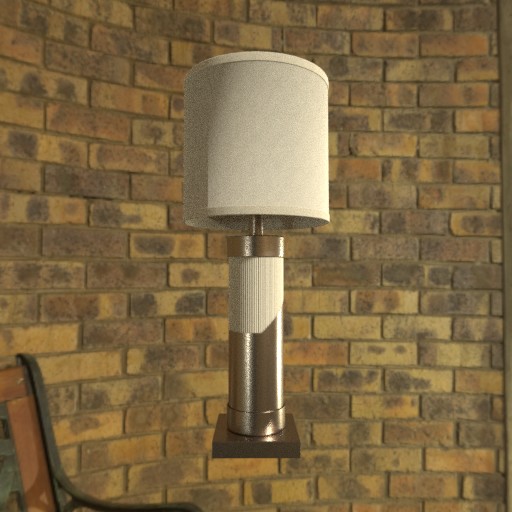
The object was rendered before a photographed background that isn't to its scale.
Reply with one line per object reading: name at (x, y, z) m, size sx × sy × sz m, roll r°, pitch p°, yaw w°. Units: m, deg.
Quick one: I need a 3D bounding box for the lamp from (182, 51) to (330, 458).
lamp at (0.000, 0.000, 0.617) m, size 0.202 × 0.509 × 0.202 m, roll 0°, pitch -2°, yaw 0°
